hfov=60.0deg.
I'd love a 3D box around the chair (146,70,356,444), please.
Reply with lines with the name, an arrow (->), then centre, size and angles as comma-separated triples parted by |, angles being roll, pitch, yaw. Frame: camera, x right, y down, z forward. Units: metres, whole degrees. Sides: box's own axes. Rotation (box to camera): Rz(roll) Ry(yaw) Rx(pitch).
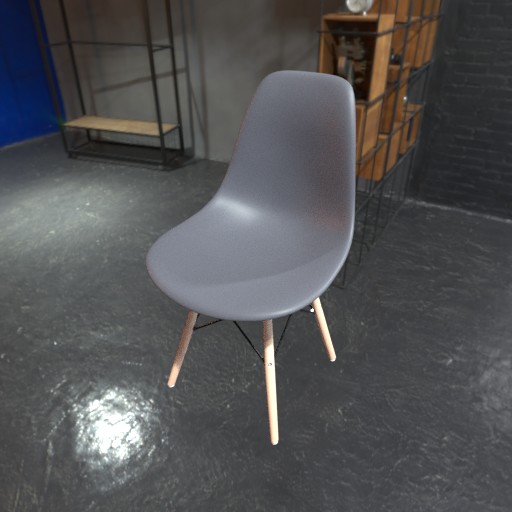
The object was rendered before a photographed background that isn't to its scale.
chair -> 0.000, 0.000, 1.157 | 0.470, 0.826, 0.533 | 19, 36, 27
